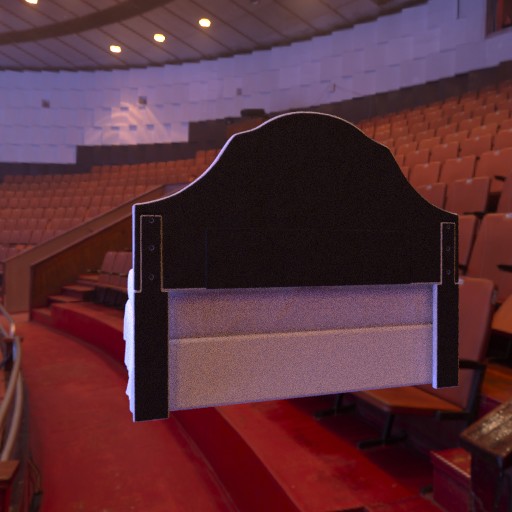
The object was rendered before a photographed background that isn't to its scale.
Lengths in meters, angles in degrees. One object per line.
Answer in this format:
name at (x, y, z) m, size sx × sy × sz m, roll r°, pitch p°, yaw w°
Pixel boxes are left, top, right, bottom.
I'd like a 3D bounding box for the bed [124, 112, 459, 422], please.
bed at (0.000, 0.000, 3.513) m, size 2.008 × 1.615 × 2.214 m, roll 0°, pitch 0°, yaw -17°
